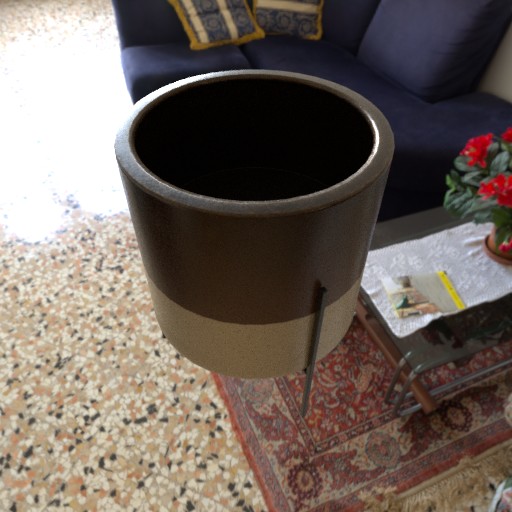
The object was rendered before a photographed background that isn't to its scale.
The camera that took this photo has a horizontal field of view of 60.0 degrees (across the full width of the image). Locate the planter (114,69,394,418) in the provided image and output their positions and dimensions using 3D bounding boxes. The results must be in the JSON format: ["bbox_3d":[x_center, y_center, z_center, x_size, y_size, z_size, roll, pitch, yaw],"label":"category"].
[{"bbox_3d":[0.000,0.000,0.716,0.345,0.465,0.354,24,50,22],"label":"planter"}]
